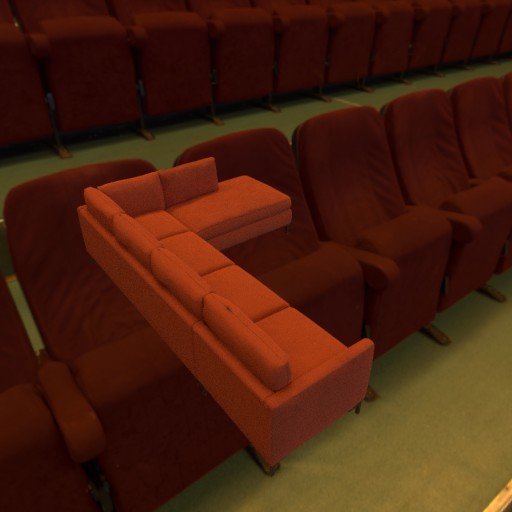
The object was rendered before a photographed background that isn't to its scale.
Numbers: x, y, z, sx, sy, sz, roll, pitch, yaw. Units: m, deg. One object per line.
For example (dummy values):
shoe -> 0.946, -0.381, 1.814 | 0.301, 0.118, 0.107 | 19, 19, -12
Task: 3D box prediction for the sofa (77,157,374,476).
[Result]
sofa -> 0.000, 0.000, 3.522 | 1.879, 0.757, 2.736 | -22, 39, -31
